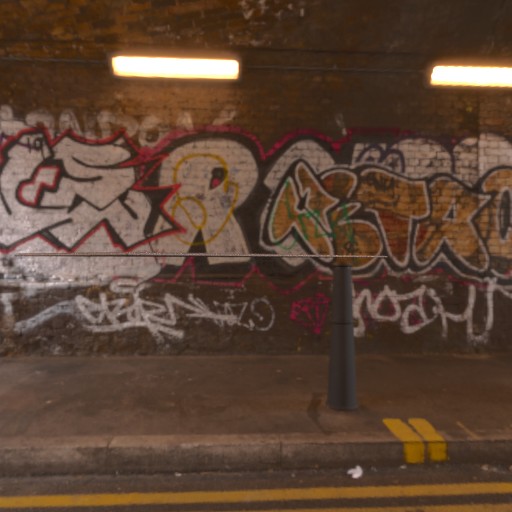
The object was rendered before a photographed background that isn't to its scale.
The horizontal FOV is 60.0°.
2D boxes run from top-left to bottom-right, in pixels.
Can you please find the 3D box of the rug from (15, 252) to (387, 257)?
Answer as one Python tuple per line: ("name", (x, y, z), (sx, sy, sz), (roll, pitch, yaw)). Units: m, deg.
("rug", (0.000, 0.000, 2.363), (0.662, 0.011, 2.196), (0, 0, 36))
